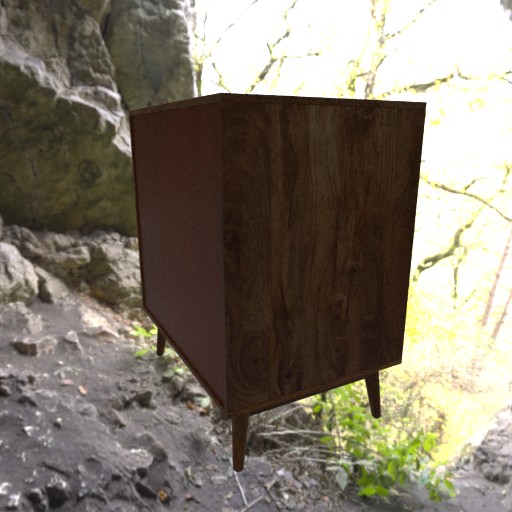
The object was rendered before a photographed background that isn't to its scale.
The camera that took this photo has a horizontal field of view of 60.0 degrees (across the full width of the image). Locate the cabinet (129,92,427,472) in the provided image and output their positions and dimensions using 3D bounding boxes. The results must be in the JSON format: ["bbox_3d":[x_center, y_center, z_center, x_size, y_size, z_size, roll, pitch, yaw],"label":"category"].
[{"bbox_3d":[0.000,0.000,1.187,0.473,0.758,0.647,-8,17,-27],"label":"cabinet"}]
